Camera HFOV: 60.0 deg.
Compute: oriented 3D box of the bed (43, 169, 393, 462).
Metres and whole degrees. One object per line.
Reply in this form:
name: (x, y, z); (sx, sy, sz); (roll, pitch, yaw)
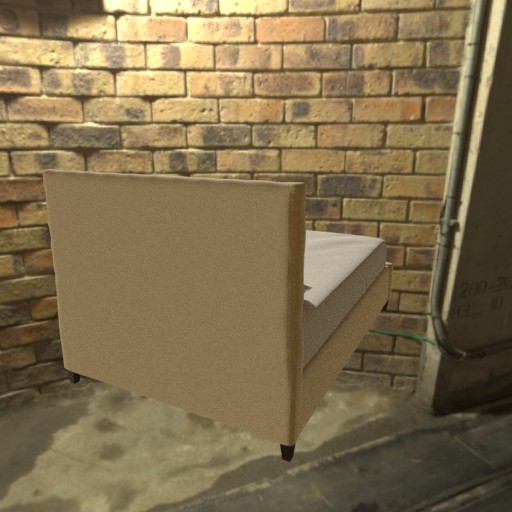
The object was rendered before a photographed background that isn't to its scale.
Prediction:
bed: (0.000, 0.000, 3.456); (1.698, 1.427, 2.387); (8, 17, 27)
